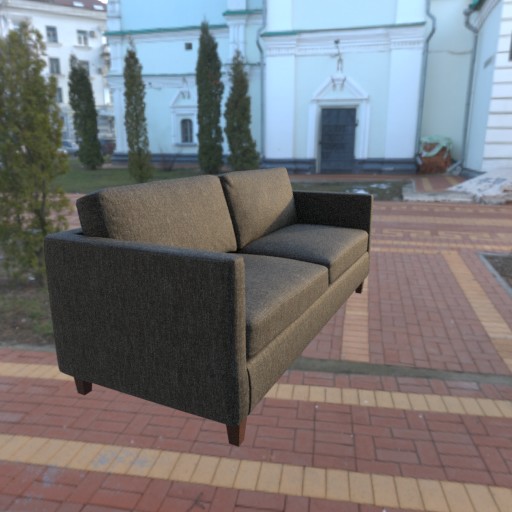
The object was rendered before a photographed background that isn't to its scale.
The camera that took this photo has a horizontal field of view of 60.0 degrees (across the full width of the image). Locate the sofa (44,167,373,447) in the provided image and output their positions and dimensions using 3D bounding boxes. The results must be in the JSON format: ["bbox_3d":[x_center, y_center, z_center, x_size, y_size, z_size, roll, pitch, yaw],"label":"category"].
[{"bbox_3d":[0.000,0.000,2.657,0.948,0.960,2.208,7,16,25],"label":"sofa"}]
